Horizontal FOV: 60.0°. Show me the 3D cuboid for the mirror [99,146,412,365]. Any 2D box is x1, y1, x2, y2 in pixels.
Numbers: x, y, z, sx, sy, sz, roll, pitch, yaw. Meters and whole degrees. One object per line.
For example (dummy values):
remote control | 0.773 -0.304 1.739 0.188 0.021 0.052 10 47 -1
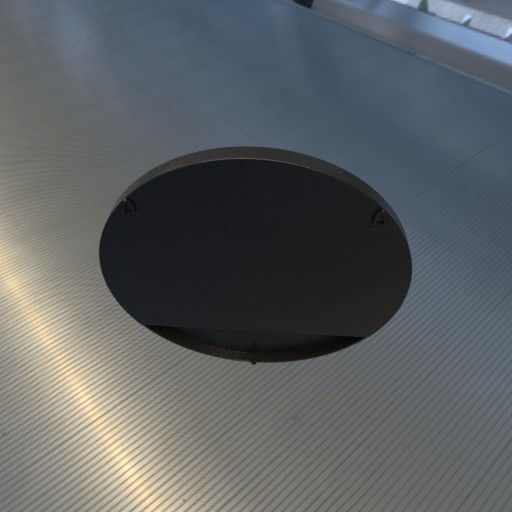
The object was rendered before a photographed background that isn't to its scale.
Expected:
mirror | 0.000 0.000 0.709 0.457 0.457 0.133 3 47 3
